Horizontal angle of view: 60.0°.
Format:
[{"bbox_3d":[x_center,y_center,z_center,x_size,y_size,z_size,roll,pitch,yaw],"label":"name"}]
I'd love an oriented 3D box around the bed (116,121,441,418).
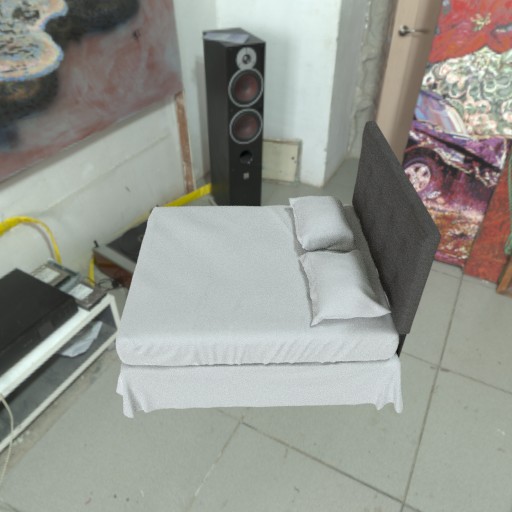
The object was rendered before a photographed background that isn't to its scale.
[{"bbox_3d":[0.000,0.000,3.570,2.222,1.577,1.936,-1,39,-1],"label":"bed"}]
